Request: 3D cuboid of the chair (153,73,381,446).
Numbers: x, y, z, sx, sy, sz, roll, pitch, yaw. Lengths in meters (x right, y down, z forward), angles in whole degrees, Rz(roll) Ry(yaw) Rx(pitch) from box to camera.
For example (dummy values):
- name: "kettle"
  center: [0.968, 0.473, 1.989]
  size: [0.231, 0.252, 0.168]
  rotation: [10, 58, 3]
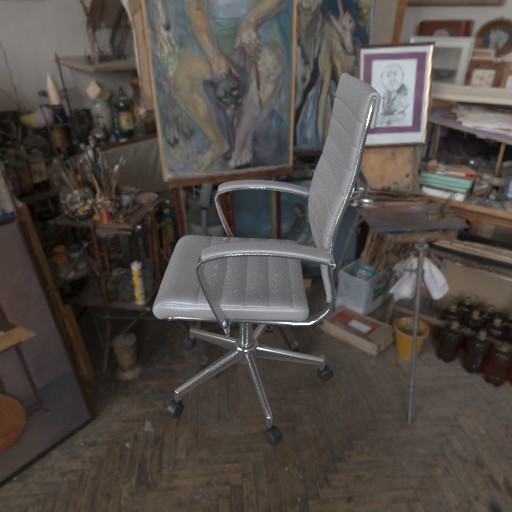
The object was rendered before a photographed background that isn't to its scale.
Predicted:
- name: "chair"
  center: [0.000, 0.000, 1.551]
  size: [0.667, 1.149, 0.679]
  rotation: [0, 28, 1]
